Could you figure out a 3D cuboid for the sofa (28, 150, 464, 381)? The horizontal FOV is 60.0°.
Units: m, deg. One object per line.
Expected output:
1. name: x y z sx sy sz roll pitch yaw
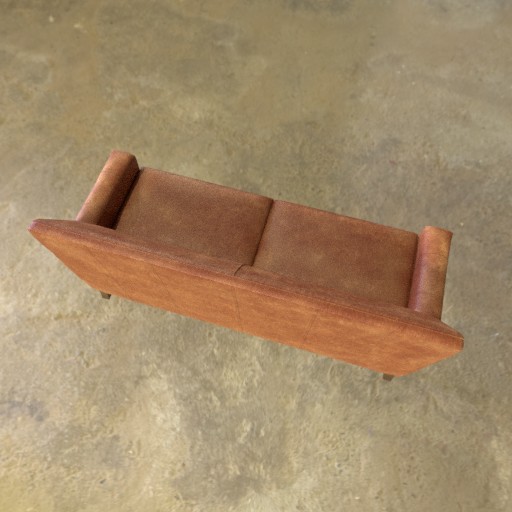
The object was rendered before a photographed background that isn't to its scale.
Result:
1. sofa: 0.000 0.000 2.547 2.053 0.947 0.805 15 64 7
